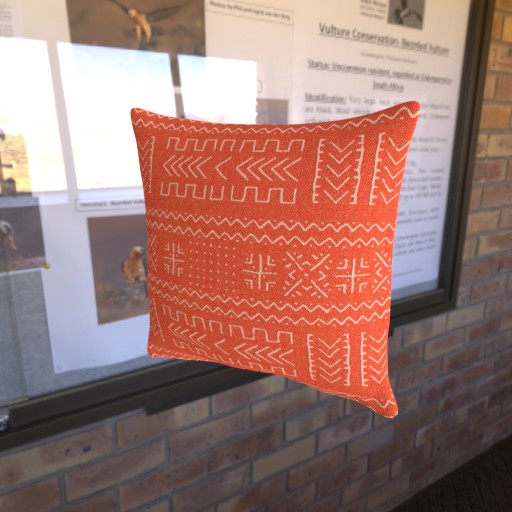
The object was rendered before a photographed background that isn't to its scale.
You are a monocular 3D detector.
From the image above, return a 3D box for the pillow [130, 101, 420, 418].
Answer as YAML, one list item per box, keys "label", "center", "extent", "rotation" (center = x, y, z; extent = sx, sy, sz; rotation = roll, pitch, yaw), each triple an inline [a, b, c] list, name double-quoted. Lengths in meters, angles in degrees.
- label: "pillow"
  center: [0.000, 0.000, 0.657]
  extent: [0.438, 0.429, 0.164]
  rotation: [7, 17, 25]
